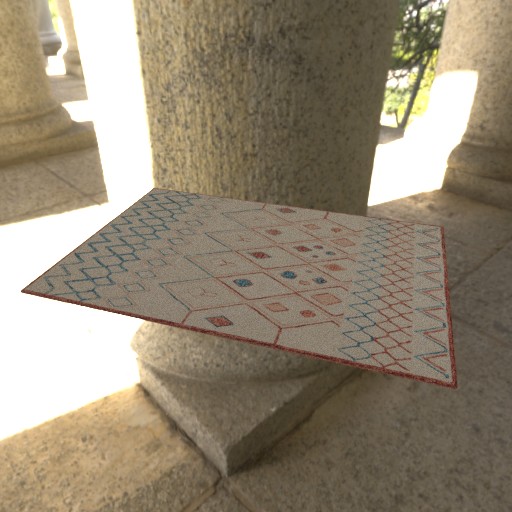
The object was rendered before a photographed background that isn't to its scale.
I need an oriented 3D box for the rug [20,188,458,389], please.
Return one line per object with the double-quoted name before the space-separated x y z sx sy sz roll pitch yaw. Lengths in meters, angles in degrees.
"rug" 0.000 0.000 2.238 1.829 0.016 1.219 10 33 15
